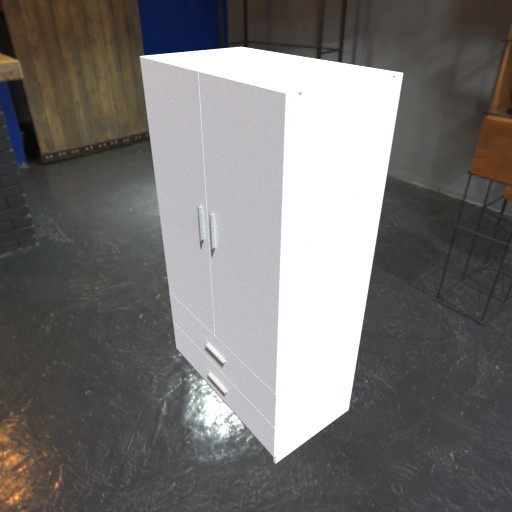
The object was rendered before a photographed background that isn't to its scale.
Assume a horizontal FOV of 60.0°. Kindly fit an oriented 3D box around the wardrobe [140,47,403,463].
[{"bbox_3d":[0.000,0.000,2.252,0.577,1.808,0.991,-22,38,-32],"label":"wardrobe"}]
